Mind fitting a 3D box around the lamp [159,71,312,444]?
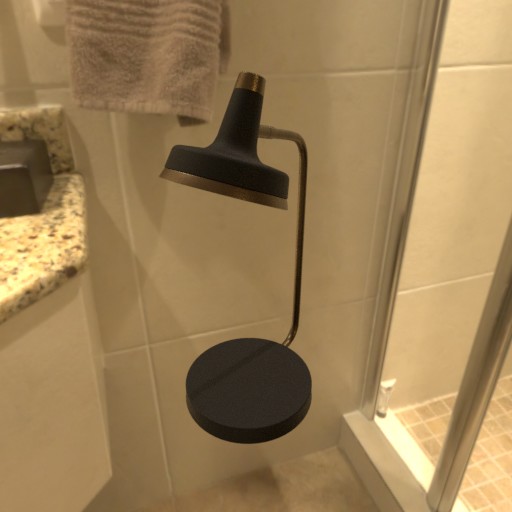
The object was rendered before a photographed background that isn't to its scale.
[{"bbox_3d":[0.000,0.000,0.493,0.162,0.385,0.218,18,33,29],"label":"lamp"}]
